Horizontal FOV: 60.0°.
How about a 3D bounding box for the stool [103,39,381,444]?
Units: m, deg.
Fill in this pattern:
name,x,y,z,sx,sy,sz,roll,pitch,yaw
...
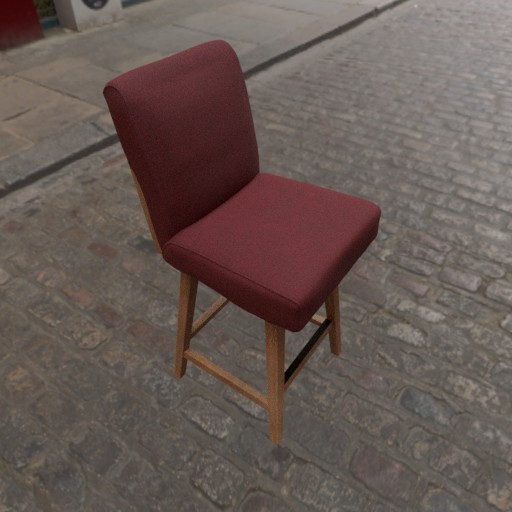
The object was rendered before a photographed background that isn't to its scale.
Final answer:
name,x,y,z,sx,sy,sz,roll,pitch,yaw
stool,0.000,0.000,1.306,0.562,1.038,0.468,25,47,26
